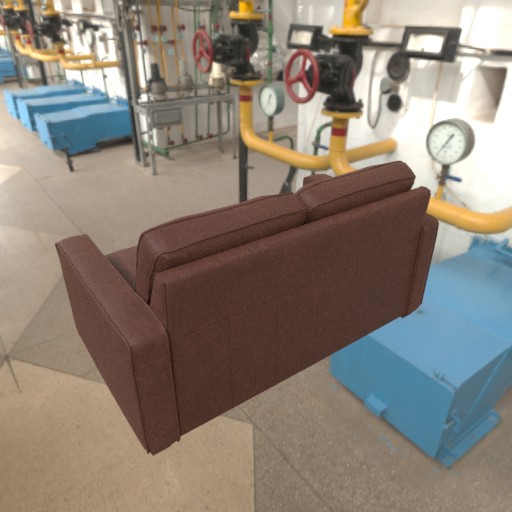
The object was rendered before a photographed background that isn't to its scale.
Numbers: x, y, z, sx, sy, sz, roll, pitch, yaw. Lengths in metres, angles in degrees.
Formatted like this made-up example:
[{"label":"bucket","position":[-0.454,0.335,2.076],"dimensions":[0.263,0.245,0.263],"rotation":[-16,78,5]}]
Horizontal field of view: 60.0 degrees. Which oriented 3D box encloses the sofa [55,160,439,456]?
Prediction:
[{"label":"sofa","position":[0.000,0.000,2.259],"dimensions":[1.709,0.918,0.947],"rotation":[-19,35,-30]}]
